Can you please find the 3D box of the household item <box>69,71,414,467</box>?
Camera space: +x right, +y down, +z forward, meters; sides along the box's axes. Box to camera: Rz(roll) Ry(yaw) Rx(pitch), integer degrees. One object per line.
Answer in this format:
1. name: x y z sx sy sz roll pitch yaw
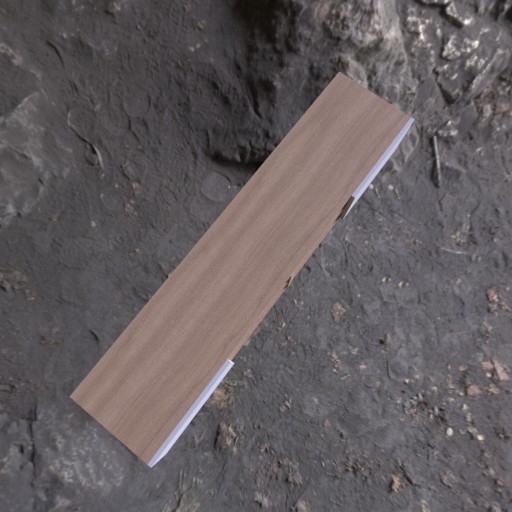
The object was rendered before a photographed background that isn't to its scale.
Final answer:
1. household item: 0.000 0.000 2.032 0.420 0.310 1.850 36 78 9
